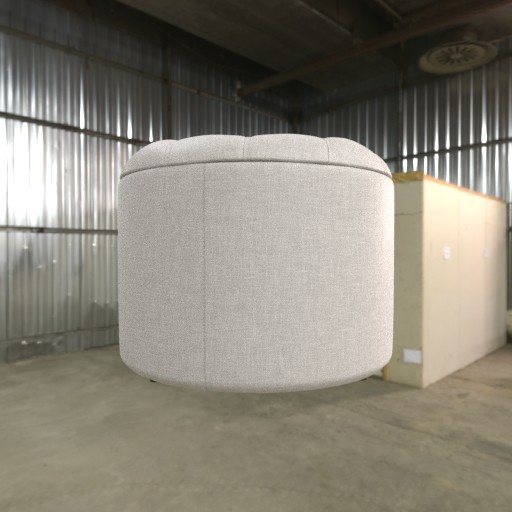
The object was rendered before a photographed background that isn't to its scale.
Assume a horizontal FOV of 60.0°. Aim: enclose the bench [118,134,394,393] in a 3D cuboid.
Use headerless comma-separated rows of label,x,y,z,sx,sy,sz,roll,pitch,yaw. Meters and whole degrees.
bench,0.000,0.000,1.009,0.600,0.453,0.600,0,1,0
